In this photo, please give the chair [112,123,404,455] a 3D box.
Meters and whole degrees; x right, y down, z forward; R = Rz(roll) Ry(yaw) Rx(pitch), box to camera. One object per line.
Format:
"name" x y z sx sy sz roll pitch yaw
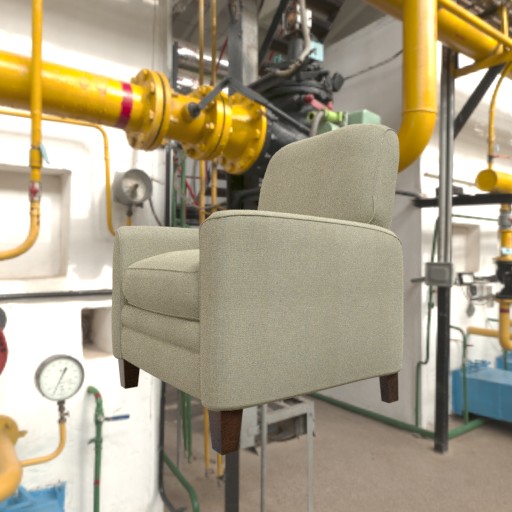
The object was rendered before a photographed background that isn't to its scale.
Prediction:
"chair" 0.000 0.000 1.637 0.853 1.006 0.850 0 0 -36
